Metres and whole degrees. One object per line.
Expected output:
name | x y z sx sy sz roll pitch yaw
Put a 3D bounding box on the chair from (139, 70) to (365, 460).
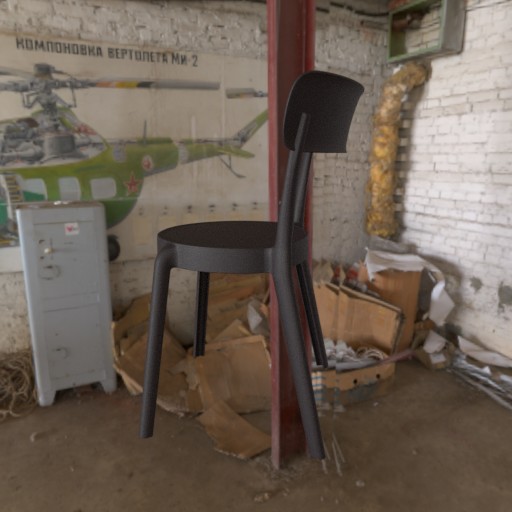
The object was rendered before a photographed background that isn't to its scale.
chair | 0.000 0.000 1.119 0.491 0.790 0.506 2 13 10
